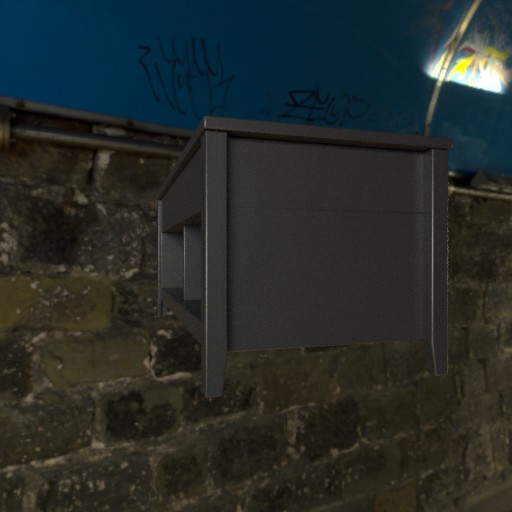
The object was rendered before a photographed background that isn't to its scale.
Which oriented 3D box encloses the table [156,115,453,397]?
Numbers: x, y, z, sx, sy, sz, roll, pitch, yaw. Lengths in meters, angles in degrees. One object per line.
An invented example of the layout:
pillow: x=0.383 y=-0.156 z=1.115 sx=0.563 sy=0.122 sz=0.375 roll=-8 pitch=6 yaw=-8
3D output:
table: x=0.000 y=0.000 z=1.268 sx=0.483 sy=0.457 sz=1.016 roll=0 pitch=0 yaw=-17
